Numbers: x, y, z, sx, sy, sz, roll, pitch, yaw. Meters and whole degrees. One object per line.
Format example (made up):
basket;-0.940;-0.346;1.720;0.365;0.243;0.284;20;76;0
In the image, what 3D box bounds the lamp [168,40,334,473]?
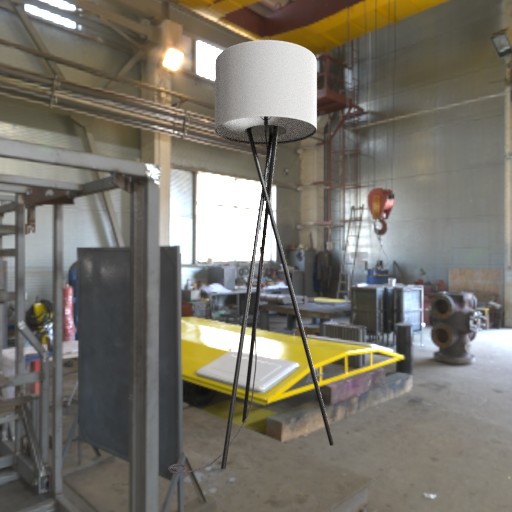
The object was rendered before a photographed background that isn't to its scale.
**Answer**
lamp;0.000;0.000;1.908;0.667;1.624;0.522;0;0;0
